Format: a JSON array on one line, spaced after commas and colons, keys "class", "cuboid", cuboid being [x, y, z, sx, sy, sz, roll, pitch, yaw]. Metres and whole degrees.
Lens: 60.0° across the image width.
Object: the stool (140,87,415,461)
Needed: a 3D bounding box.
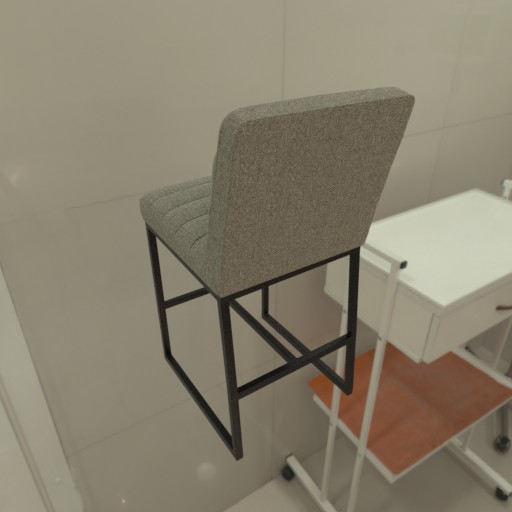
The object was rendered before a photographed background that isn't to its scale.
[{"class": "stool", "cuboid": [0.000, 0.000, 1.254, 0.460, 0.940, 0.560, -19, 35, -29]}]
